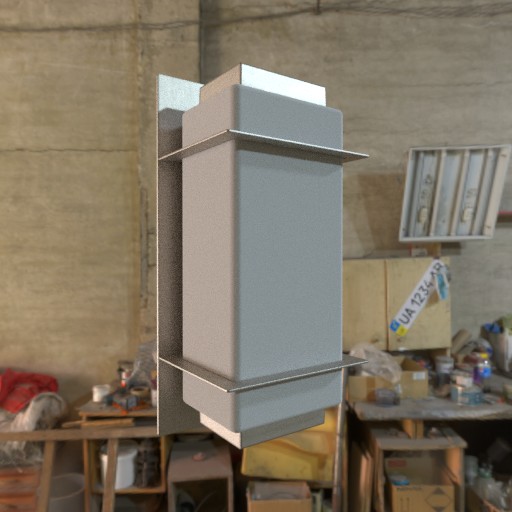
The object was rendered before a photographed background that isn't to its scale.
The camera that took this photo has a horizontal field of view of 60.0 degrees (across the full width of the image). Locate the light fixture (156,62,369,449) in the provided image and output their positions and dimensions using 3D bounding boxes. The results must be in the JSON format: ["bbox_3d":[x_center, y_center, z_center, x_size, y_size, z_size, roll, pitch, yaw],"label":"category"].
[{"bbox_3d":[0.000,0.000,0.464,0.168,0.380,0.160,0,1,-35],"label":"light fixture"}]
